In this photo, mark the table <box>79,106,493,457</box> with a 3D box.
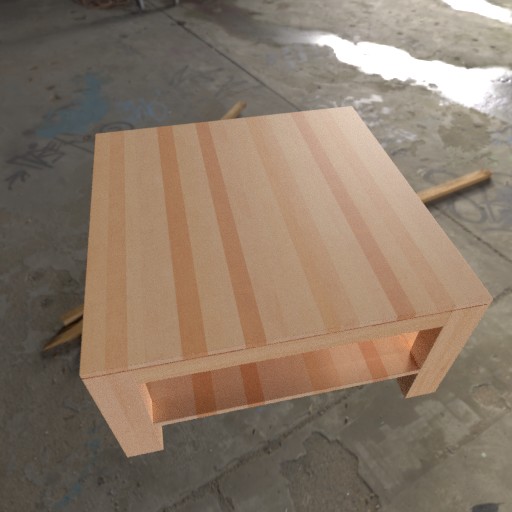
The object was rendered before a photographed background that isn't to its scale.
[{"bbox_3d":[0.000,0.000,1.397,0.900,0.450,0.900,-9,47,-8],"label":"table"}]
